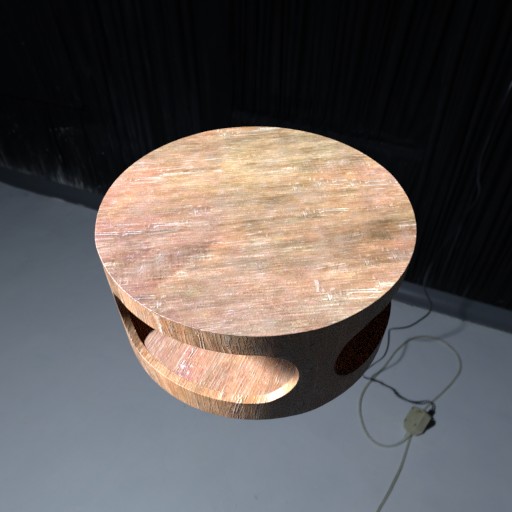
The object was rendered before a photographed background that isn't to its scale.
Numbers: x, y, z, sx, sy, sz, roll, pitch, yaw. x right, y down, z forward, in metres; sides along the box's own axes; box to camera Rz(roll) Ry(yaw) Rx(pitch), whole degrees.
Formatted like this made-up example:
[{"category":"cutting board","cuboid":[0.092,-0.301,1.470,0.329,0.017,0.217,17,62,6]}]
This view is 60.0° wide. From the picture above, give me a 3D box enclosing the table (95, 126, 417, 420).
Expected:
[{"category":"table","cuboid":[0.000,0.000,1.545,0.974,0.450,0.974,0,45,0]}]
